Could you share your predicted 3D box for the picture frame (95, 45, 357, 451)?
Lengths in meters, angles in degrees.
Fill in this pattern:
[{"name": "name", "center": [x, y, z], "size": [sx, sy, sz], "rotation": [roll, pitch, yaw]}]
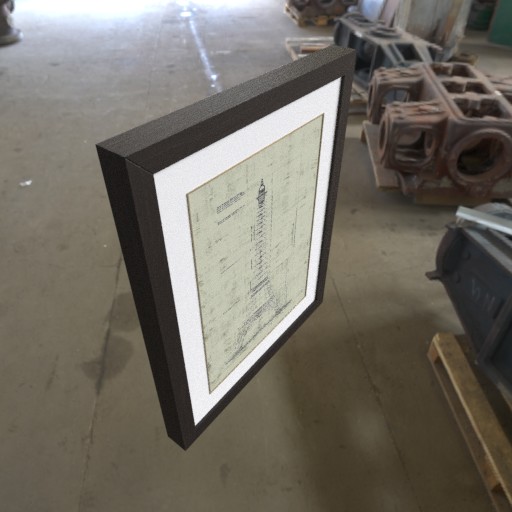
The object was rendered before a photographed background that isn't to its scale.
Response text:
[{"name": "picture frame", "center": [0.000, 0.000, 0.735], "size": [0.044, 0.555, 0.452], "rotation": [26, 46, 28]}]
